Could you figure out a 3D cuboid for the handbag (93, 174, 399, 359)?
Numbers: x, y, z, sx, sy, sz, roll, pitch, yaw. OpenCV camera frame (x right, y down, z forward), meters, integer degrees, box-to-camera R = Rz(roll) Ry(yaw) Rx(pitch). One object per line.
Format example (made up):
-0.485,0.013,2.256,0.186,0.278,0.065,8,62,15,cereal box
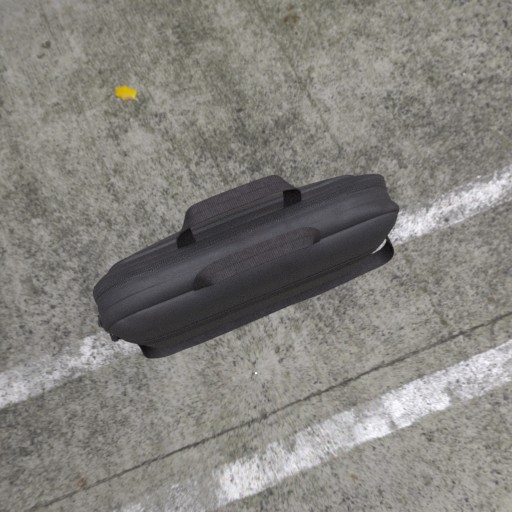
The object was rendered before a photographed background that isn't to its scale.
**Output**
0.000,0.000,0.421,0.320,0.244,0.089,-22,76,-6,handbag
